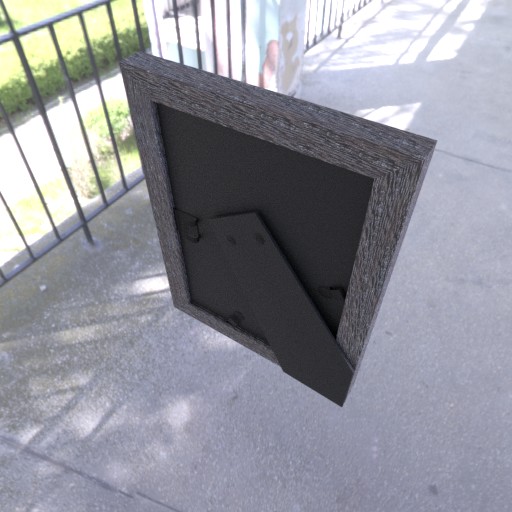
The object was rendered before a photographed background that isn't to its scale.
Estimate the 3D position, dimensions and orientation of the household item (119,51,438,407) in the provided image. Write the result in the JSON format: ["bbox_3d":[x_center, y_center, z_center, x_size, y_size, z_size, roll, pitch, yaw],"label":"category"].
[{"bbox_3d":[0.000,0.000,0.278,0.160,0.210,0.020,25,52,22],"label":"household item"}]
